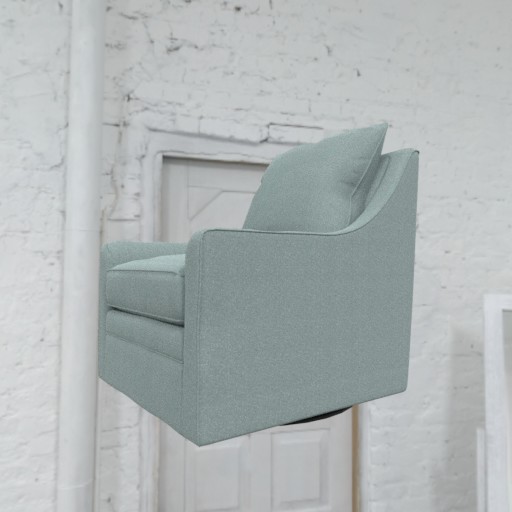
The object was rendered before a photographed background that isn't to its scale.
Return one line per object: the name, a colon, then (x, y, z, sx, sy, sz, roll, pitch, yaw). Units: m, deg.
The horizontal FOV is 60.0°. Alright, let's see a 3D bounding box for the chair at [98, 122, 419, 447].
chair: (0.000, 0.000, 1.542, 0.870, 0.926, 0.760, 1, -1, -36)
